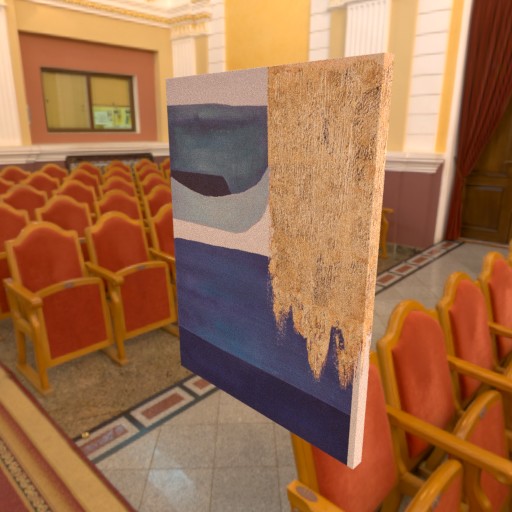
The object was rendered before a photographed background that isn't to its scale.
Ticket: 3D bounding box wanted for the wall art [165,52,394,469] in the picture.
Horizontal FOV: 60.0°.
[{"bbox_3d":[0.000,0.000,0.785,0.458,0.613,0.026,15,22,42],"label":"wall art"}]
